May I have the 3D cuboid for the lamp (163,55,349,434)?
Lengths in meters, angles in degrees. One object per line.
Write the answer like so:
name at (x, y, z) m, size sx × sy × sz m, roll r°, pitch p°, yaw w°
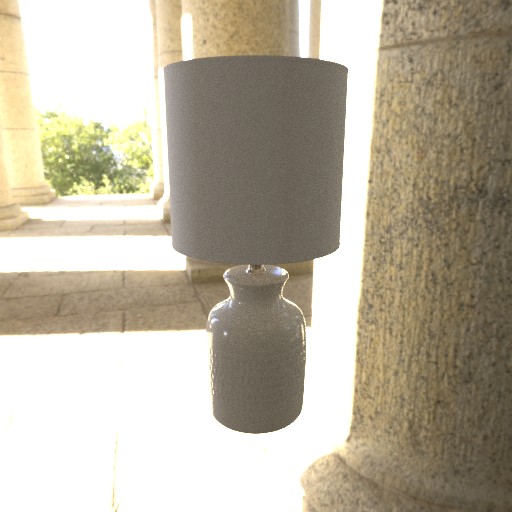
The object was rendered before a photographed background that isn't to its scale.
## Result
lamp at (0.000, 0.000, 0.506) m, size 0.188 × 0.392 × 0.188 m, roll -14°, pitch 20°, yaw -43°
